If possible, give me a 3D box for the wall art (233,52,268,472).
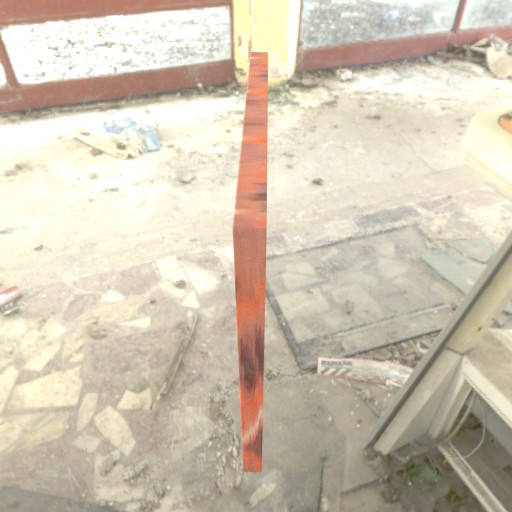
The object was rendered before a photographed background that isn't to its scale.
[{"bbox_3d":[0.000,0.000,0.902,0.037,0.609,0.603,1,41,1],"label":"wall art"}]
